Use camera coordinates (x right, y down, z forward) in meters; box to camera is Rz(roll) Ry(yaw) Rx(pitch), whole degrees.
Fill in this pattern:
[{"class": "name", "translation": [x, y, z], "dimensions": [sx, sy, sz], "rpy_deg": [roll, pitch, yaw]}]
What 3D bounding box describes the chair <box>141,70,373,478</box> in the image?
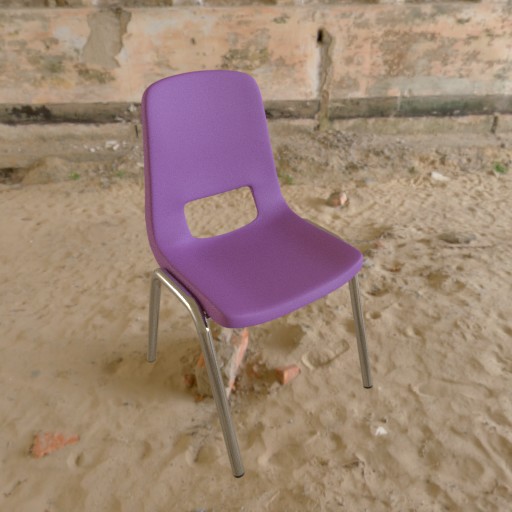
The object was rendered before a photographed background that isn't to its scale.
[{"class": "chair", "translation": [0.000, 0.000, 0.676], "dimensions": [0.291, 0.493, 0.301], "rpy_deg": [-21, 37, -31]}]
